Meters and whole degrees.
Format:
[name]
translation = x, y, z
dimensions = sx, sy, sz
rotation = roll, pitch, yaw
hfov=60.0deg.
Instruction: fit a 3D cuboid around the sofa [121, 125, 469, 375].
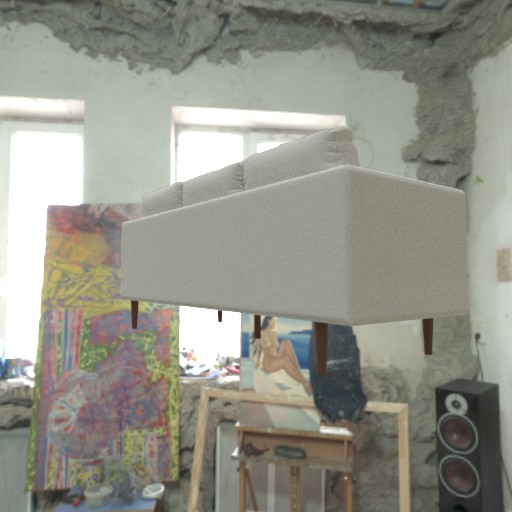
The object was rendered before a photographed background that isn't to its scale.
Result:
[sofa]
translation = 0.000, 0.000, 2.466
dimensions = 0.802, 0.912, 2.029
rotation = 2, -3, -37
